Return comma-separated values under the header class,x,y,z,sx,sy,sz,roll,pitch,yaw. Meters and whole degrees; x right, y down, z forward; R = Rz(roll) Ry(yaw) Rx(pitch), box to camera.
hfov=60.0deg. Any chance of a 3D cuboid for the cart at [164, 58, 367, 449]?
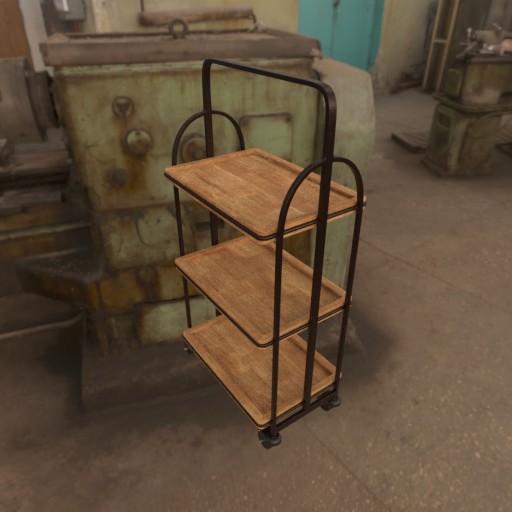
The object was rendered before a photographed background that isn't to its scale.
class,x,y,z,sx,sy,sz,roll,pitch,yaw
cart,0.000,0.000,1.265,0.327,1.001,0.553,-20,37,-30
